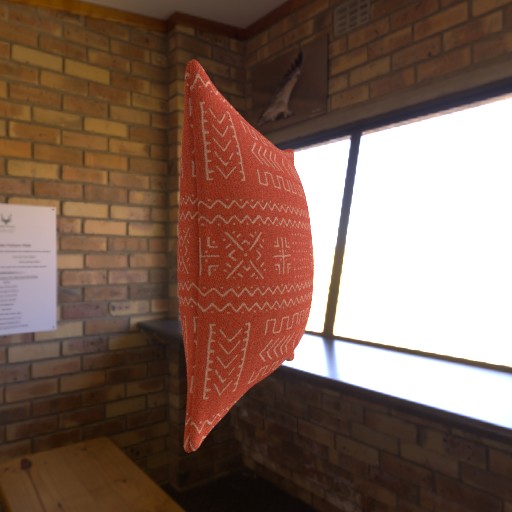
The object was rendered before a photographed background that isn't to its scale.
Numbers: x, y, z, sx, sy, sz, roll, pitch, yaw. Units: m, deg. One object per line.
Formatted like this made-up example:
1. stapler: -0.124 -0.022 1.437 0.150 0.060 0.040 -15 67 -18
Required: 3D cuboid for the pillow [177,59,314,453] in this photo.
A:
1. pillow: 0.000 0.000 0.683 0.164 0.429 0.438 0 0 19
